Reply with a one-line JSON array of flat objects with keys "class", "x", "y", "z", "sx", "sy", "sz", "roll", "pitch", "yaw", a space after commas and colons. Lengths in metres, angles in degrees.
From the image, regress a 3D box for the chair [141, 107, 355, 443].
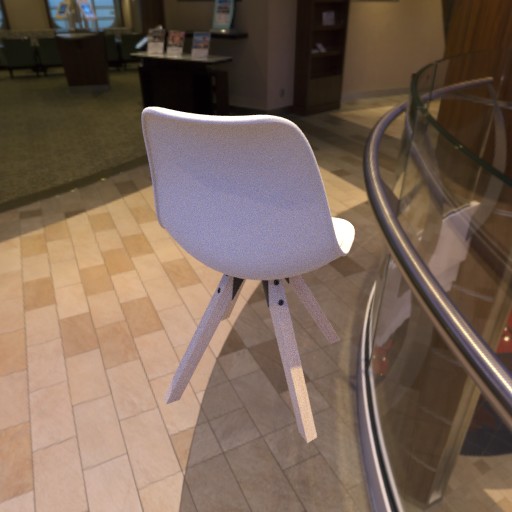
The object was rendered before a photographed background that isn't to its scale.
[{"class": "chair", "x": 0.000, "y": 0.000, "z": 1.173, "sx": 0.485, "sy": 0.850, "sz": 0.550, "roll": 9, "pitch": 31, "yaw": 15}]
